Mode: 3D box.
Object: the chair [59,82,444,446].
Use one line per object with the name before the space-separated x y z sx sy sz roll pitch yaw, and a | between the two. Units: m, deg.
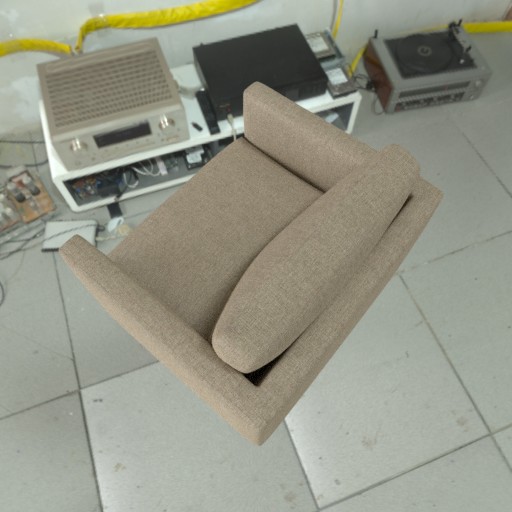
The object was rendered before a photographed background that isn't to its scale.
chair | 0.000 0.000 1.836 0.959 0.987 1.107 37 69 17
